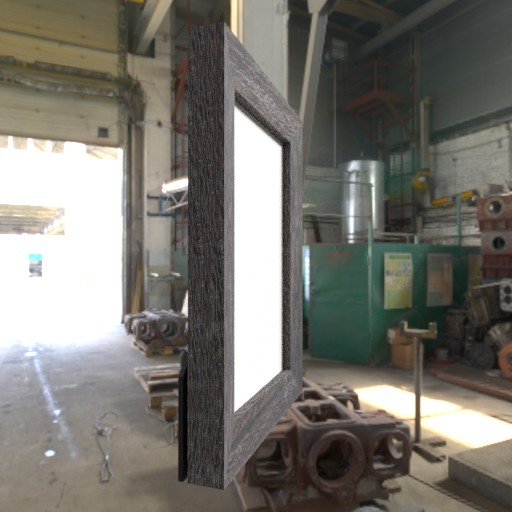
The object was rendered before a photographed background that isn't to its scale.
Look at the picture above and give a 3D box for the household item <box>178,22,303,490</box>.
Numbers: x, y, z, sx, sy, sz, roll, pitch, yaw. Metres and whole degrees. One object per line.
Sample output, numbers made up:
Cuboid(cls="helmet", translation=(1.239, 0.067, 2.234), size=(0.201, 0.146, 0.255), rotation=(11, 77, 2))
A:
Cuboid(cls="household item", translation=(0.000, 0.000, 0.236), size=(0.020, 0.180, 0.133), rotation=(0, 0, 19))
